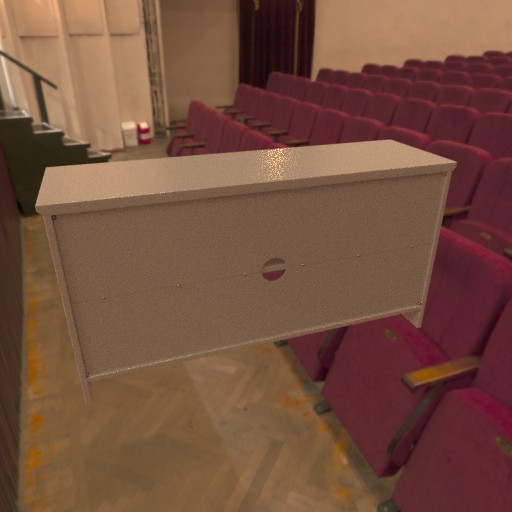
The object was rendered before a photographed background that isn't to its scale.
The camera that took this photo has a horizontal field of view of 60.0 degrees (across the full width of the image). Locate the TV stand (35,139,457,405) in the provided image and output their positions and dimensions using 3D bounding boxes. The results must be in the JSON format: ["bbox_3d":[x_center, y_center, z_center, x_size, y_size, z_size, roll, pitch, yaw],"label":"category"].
[{"bbox_3d":[0.000,0.000,1.444,1.167,0.603,0.344,-9,28,-17],"label":"TV stand"}]
